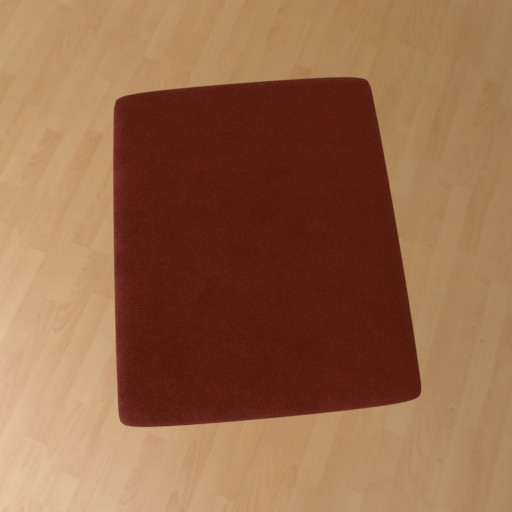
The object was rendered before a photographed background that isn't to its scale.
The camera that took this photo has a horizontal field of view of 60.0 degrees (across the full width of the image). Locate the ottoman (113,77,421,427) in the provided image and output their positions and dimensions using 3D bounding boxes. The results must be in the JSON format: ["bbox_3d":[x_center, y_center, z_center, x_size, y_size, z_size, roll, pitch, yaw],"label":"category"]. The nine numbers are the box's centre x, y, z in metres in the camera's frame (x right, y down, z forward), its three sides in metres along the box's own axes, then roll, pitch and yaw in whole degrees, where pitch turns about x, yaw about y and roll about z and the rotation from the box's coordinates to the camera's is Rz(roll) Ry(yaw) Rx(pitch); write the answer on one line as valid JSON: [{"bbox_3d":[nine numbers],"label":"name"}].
[{"bbox_3d":[0.000,0.000,1.184,0.650,0.462,0.782,-5,77,-1],"label":"ottoman"}]
